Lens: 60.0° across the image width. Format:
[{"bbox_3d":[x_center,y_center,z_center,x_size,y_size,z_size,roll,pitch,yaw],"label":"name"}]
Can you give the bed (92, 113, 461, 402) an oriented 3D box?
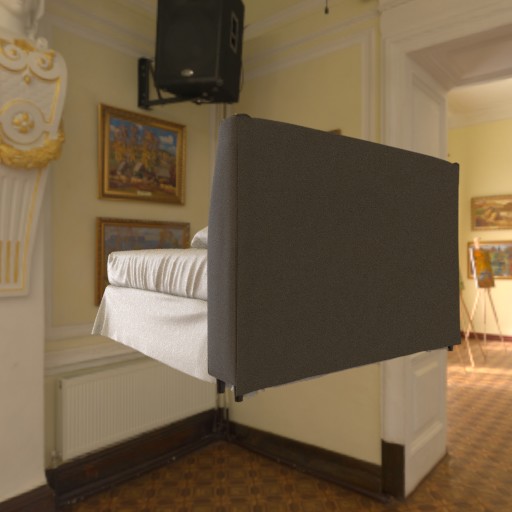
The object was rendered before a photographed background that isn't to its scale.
[{"bbox_3d":[0.000,0.000,3.441,1.925,1.332,2.276,0,0,-37],"label":"bed"}]
